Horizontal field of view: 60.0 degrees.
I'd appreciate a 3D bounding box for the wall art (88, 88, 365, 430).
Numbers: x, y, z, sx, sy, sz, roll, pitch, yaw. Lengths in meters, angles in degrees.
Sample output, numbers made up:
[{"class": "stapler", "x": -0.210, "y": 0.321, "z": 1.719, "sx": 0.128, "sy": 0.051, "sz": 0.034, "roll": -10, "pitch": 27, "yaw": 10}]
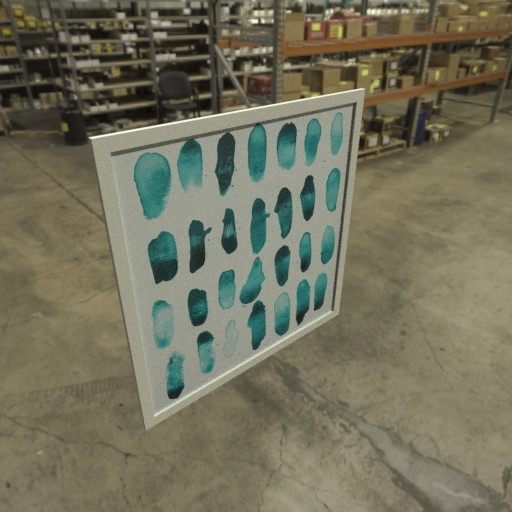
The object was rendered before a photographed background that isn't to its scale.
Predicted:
[{"class": "wall art", "x": 0.000, "y": 0.000, "z": 1.257, "sx": 0.812, "sy": 0.813, "sz": 0.013, "roll": -23, "pitch": 37, "yaw": -34}]
